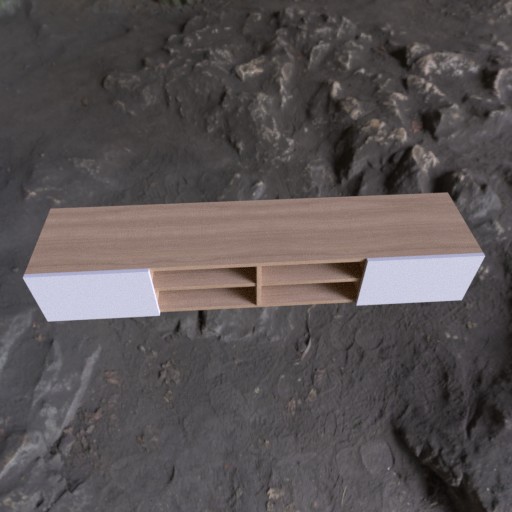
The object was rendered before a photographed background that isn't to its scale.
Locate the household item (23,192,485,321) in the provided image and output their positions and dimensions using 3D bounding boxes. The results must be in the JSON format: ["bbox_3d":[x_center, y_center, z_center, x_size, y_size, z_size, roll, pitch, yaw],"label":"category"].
[{"bbox_3d":[0.000,0.000,2.027,1.850,0.310,0.420,-3,46,-3],"label":"household item"}]
